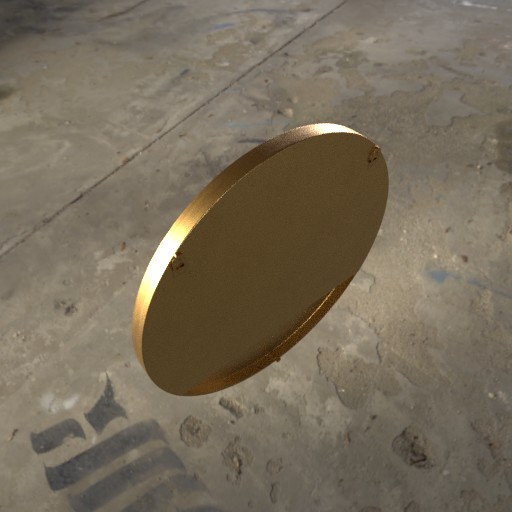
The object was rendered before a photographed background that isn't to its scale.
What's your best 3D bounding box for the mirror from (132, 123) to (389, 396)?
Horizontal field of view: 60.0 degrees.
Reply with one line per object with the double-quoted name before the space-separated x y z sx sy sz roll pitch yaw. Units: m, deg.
"mirror" 0.000 0.000 0.684 0.457 0.457 0.133 -31 54 -26
